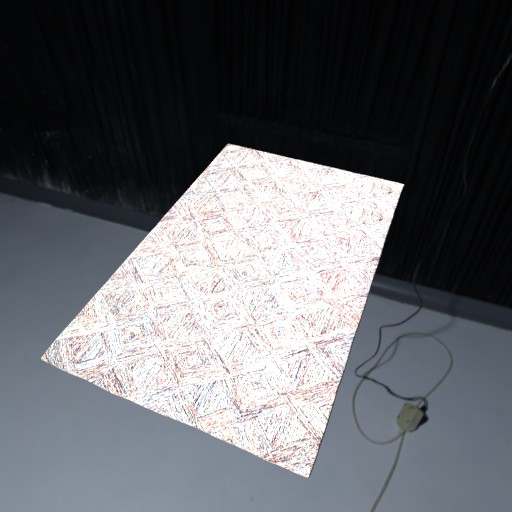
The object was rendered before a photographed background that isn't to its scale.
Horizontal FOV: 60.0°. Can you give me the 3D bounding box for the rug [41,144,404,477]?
[{"bbox_3d":[0.000,0.000,2.181,1.143,0.014,1.761,17,48,16],"label":"rug"}]
